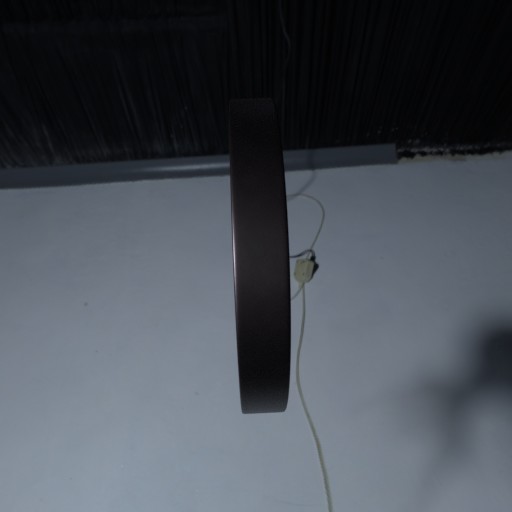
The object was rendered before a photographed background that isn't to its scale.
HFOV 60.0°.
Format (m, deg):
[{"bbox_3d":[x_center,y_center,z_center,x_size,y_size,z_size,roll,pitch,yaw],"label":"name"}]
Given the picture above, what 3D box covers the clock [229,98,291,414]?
[{"bbox_3d":[0.000,0.000,0.468,0.040,0.314,0.314,-2,58,-1],"label":"clock"}]
